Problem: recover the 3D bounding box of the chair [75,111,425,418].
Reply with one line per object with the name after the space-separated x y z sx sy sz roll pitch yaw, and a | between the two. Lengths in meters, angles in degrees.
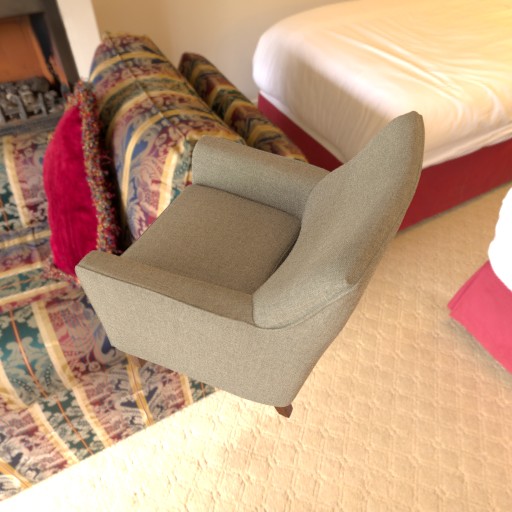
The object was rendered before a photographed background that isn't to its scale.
0.000 0.000 1.749 0.993 1.047 0.887 18 49 16 | chair
